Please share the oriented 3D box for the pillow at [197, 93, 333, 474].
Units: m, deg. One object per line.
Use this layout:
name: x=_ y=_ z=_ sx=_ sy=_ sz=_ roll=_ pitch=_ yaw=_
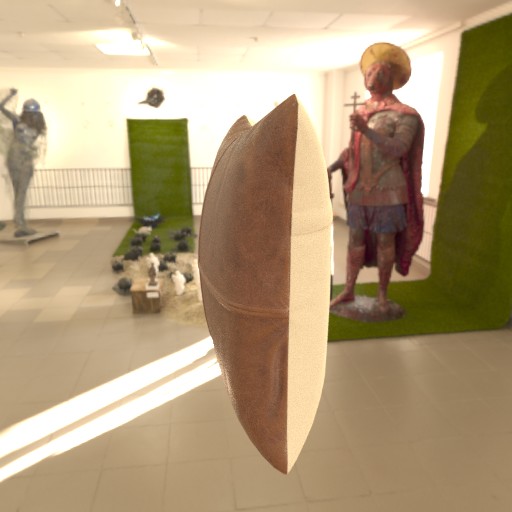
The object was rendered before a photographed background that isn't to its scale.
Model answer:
pillow: x=0.000 y=0.000 z=0.731 sx=0.192 sy=0.470 sz=0.484 roll=-2 pitch=16 yaw=-8
